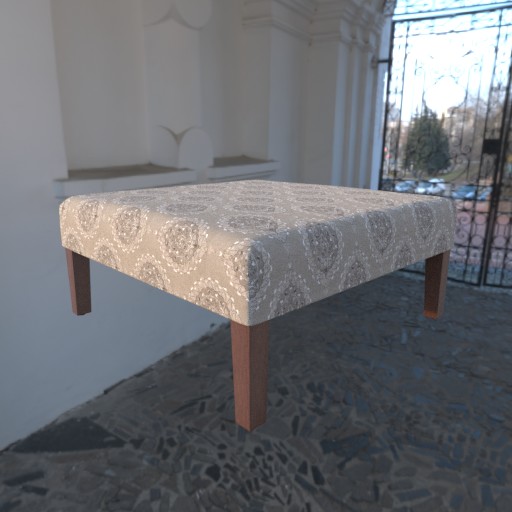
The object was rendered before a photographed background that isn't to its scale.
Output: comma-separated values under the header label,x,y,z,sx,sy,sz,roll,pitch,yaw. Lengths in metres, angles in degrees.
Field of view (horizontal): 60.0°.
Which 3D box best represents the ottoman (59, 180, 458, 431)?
label,x,y,z,sx,sy,sz,roll,pitch,yaw
ottoman,0.000,0.000,1.419,0.889,0.411,0.890,-14,20,-42
